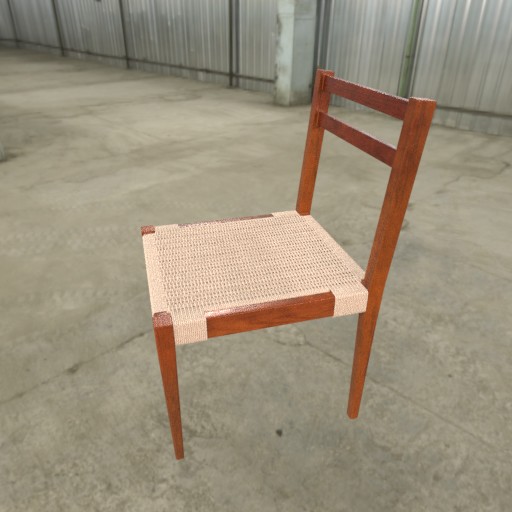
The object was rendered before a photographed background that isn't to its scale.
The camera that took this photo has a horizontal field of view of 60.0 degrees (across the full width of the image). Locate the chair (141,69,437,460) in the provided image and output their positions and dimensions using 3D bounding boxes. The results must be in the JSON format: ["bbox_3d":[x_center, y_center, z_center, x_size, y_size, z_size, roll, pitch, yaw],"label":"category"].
[{"bbox_3d":[0.000,0.000,1.175,0.569,0.851,0.495,-8,30,-14],"label":"chair"}]
